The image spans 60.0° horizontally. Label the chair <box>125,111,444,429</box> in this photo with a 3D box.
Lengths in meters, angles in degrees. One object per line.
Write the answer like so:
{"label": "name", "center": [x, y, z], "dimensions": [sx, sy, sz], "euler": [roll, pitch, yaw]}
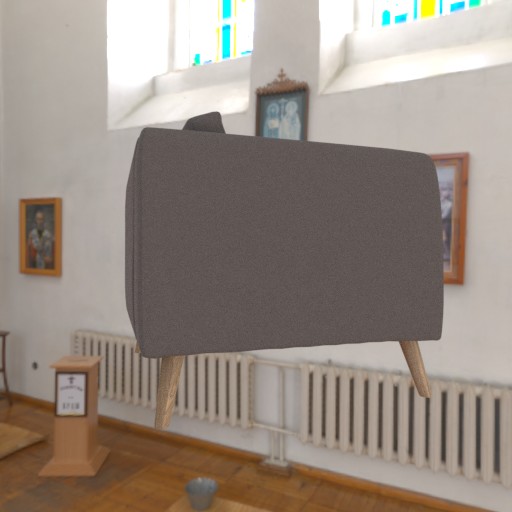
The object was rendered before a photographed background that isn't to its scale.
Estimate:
{"label": "chair", "center": [0.000, 0.000, 1.674], "dimensions": [0.930, 0.860, 1.000], "euler": [0, 0, -18]}
